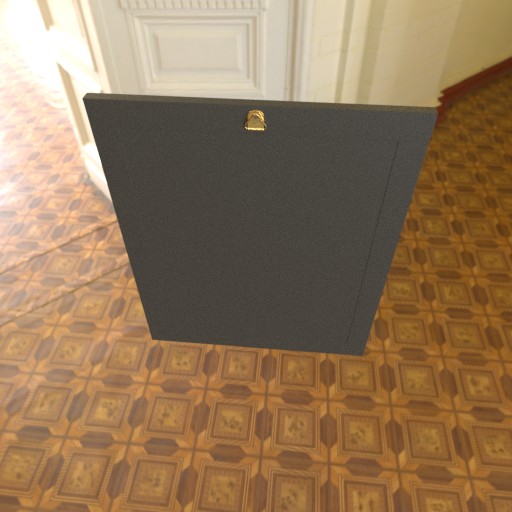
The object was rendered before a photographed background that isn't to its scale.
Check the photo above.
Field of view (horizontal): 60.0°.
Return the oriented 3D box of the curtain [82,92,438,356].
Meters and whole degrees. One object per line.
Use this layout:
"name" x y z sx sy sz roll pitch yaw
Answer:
"curtain" 0.000 0.000 0.810 0.483 0.585 0.027 4 45 4
